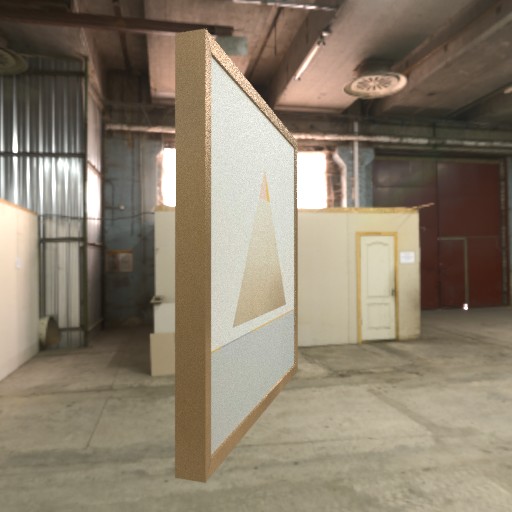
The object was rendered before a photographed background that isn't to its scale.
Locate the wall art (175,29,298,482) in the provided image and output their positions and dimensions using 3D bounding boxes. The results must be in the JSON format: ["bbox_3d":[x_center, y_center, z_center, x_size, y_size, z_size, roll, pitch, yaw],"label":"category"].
[{"bbox_3d":[0.000,0.000,0.749,0.038,0.511,0.513,0,0,17],"label":"wall art"}]
